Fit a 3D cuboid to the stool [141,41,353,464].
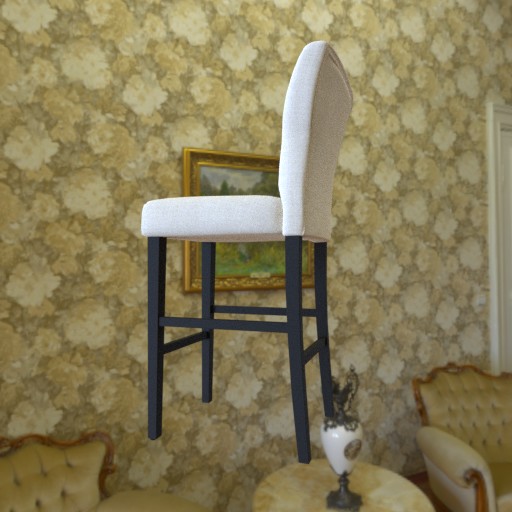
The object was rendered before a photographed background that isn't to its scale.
[{"bbox_3d":[0.000,0.000,1.457,0.603,1.124,0.516,0,-1,19],"label":"stool"}]
